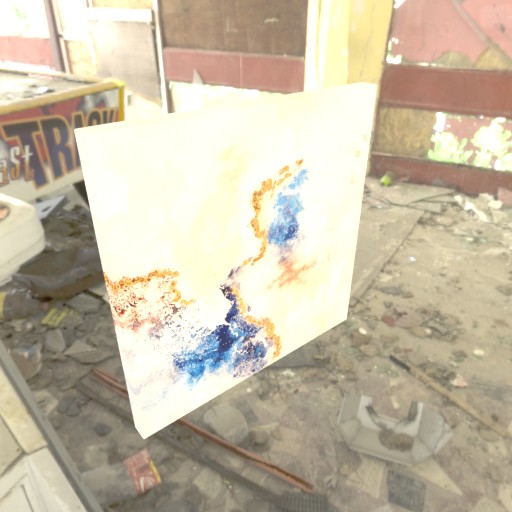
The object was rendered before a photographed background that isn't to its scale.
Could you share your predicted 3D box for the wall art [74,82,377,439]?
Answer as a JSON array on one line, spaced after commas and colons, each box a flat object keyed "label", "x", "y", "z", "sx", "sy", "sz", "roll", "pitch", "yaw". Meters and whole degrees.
[{"label": "wall art", "x": 0.000, "y": 0.000, "z": 1.586, "sx": 1.061, "sy": 1.061, "sz": 0.071, "roll": -22, "pitch": 37, "yaw": -33}]
